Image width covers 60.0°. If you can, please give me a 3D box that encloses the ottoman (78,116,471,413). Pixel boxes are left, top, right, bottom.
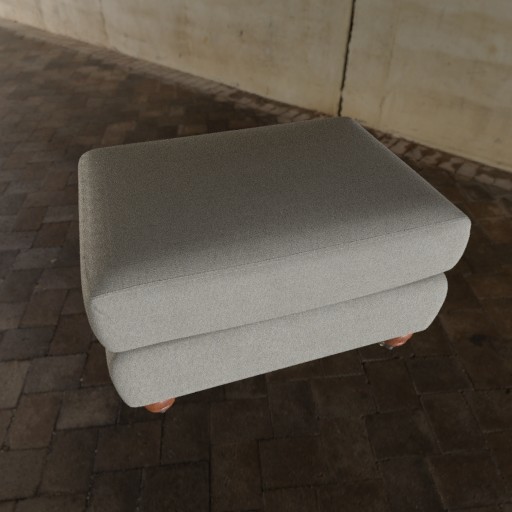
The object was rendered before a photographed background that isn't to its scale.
[{"bbox_3d":[0.000,0.000,1.120,0.773,0.504,0.569,-12,41,-14],"label":"ottoman"}]
